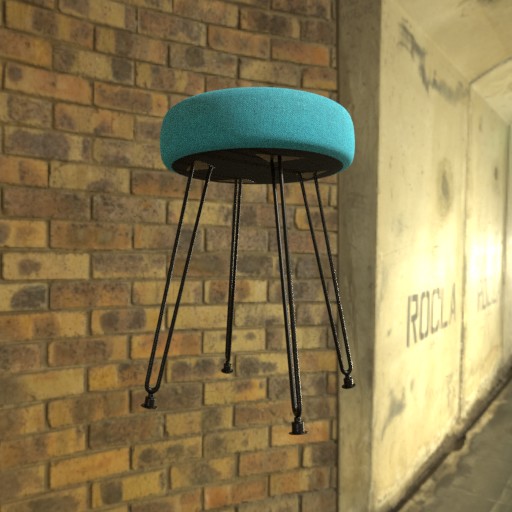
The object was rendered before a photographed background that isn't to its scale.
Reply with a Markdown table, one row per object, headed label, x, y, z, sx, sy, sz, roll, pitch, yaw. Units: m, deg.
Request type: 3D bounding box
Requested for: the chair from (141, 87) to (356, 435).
| label | x | y | z | sx | sy | sz | roll | pitch | yaw |
| --- | --- | --- | --- | --- | --- | --- | --- | --- | --- |
| chair | 0.000 | 0.000 | 0.696 | 0.350 | 0.440 | 0.350 | 0 | -1 | -19 |
